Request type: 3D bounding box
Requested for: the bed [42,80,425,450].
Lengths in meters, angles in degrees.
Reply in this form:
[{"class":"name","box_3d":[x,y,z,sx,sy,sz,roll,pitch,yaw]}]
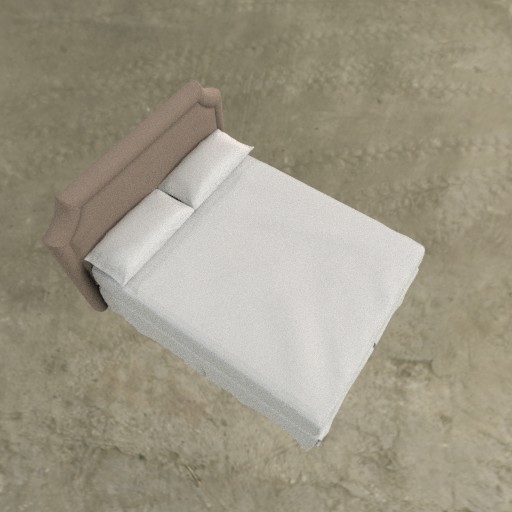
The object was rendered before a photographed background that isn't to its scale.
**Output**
[{"class":"bed","box_3d":[0.000,0.000,3.299,2.164,1.303,1.828,31,64,17]}]
